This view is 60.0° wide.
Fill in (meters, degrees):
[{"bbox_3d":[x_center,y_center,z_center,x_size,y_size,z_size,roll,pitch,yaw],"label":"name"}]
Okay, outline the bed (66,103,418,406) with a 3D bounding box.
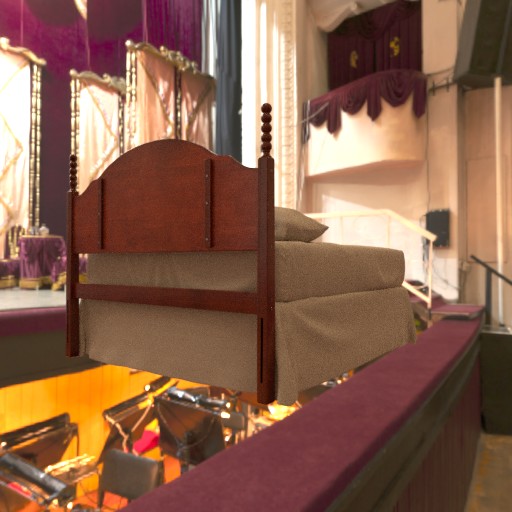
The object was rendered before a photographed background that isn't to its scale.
[{"bbox_3d":[0.000,0.000,3.272,1.873,1.356,2.040,-1,-1,37],"label":"bed"}]
